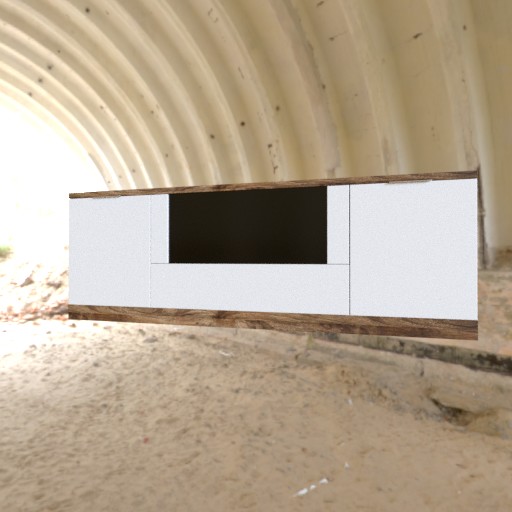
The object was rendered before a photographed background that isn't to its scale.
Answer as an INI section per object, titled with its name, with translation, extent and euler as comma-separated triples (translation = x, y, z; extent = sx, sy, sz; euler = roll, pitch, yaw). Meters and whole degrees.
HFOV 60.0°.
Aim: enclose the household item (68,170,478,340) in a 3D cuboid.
[household item]
translation = 0.000, 0.000, 2.047
extent = 1.800, 0.615, 0.390
euler = 0, 0, 18
